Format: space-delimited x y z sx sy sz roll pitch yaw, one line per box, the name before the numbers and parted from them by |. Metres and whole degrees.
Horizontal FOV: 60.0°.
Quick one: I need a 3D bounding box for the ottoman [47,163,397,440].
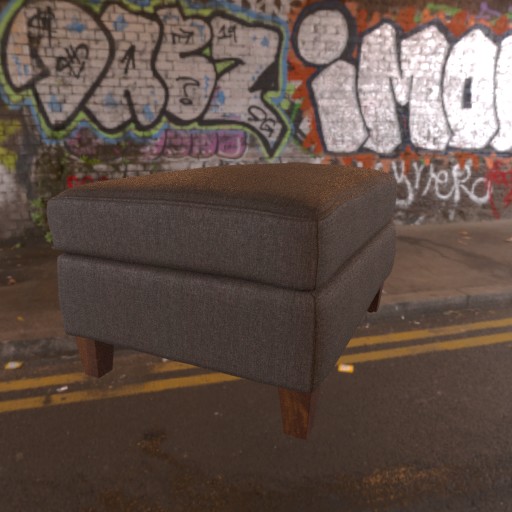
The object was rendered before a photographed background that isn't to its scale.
ottoman | 0.000 0.000 1.209 0.639 0.496 0.826 7 17 24
